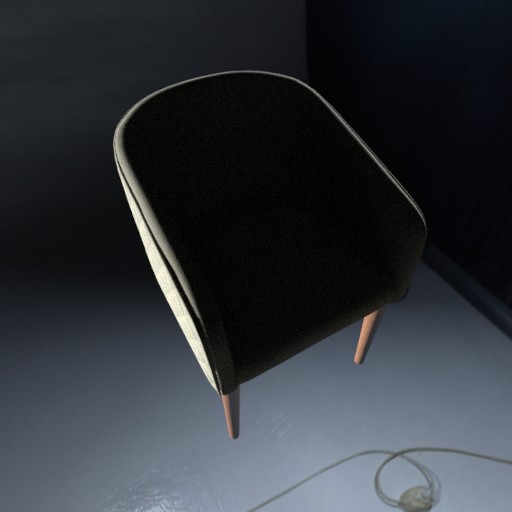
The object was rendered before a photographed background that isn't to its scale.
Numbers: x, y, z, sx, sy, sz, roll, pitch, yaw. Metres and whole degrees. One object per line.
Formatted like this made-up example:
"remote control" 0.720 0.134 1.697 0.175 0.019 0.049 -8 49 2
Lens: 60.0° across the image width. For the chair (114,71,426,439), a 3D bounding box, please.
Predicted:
"chair" 0.000 0.000 1.220 0.584 0.775 0.616 -24 51 -21
